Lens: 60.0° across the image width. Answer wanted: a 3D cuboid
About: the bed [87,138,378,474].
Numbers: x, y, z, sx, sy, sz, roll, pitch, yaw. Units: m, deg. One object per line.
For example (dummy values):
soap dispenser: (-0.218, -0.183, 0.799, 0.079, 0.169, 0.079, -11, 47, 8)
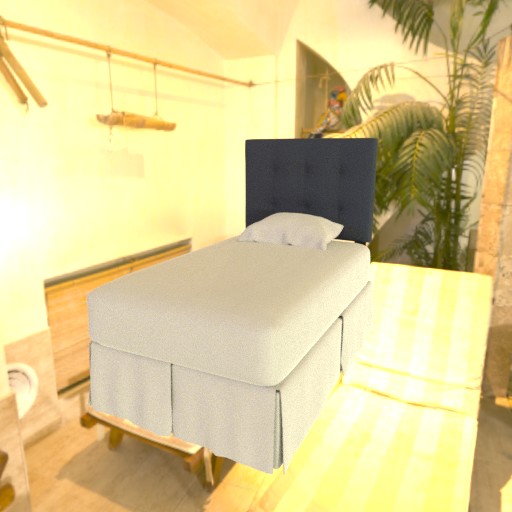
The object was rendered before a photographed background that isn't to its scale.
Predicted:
bed: (0.000, 0.000, 2.990, 1.261, 1.571, 1.997, 7, 15, 26)
